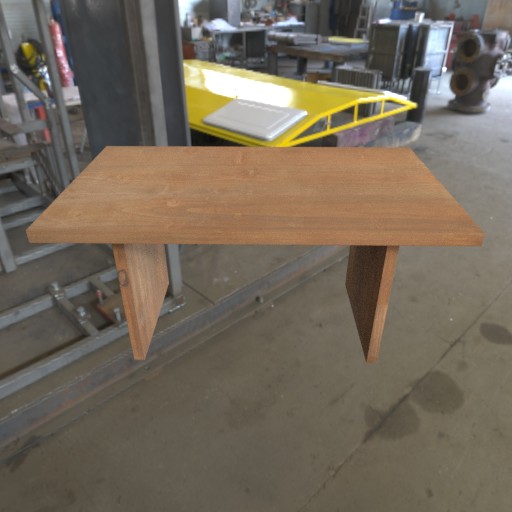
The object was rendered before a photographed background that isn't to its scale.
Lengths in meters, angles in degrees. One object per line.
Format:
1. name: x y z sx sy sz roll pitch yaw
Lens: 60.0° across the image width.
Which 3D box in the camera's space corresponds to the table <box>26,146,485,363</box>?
1. table: 0.000 0.000 2.155 1.609 0.780 0.946 0 32 1
